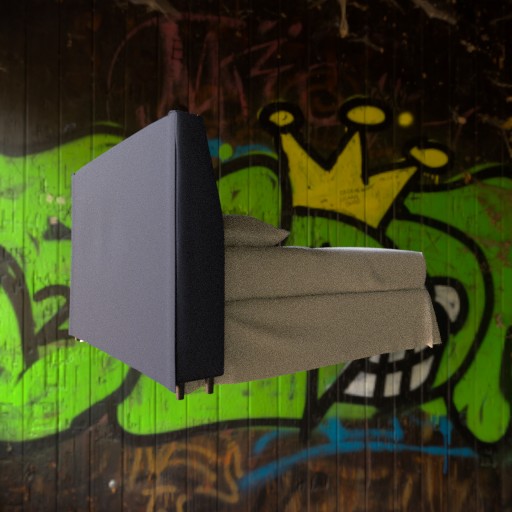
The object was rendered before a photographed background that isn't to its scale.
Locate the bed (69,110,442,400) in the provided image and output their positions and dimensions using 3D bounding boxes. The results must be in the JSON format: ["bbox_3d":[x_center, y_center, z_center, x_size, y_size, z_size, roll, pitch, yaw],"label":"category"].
[{"bbox_3d":[0.000,0.000,3.391,2.276,1.332,1.925,0,0,-36],"label":"bed"}]
